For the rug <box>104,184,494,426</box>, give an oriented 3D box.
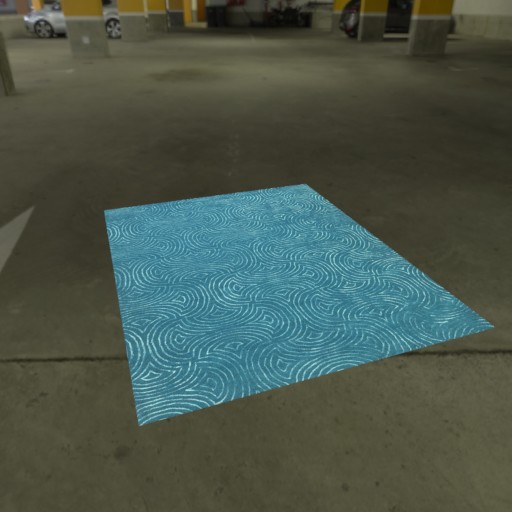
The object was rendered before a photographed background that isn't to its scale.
[{"bbox_3d":[0.000,0.000,3.967,2.432,0.012,3.033,-10,31,-17],"label":"rug"}]
